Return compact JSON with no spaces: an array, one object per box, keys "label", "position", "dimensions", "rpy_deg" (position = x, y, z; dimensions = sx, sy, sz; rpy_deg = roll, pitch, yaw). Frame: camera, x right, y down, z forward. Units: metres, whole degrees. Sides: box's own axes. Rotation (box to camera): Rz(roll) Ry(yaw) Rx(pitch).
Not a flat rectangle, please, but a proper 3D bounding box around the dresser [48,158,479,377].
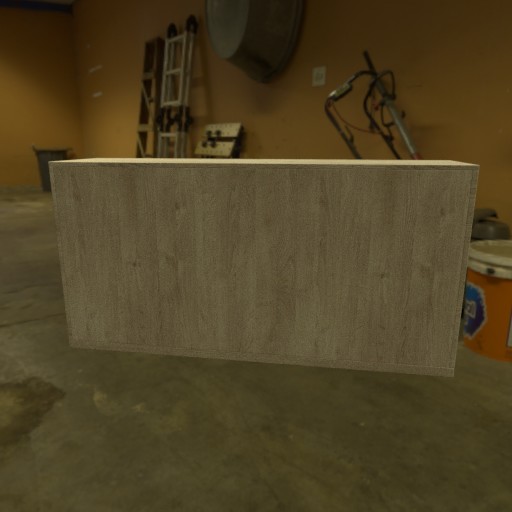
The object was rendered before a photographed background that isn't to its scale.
[{"label":"dresser","position":[0.000,0.000,1.895],"dimensions":[1.590,0.795,0.390],"rpy_deg":[2,15,9]}]
